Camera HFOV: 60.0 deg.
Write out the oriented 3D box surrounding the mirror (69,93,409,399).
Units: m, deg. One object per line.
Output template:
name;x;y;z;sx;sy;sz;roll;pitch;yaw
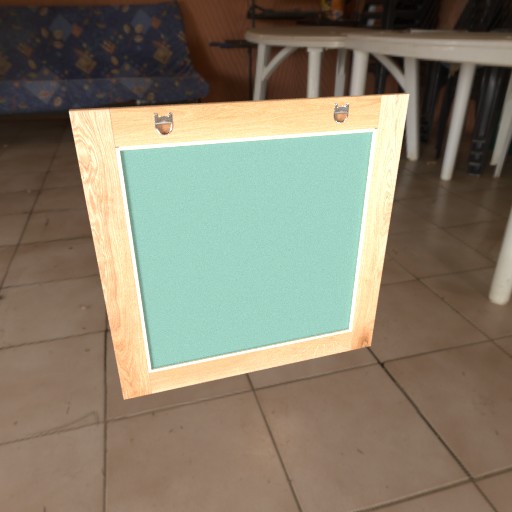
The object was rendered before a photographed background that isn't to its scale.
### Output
mirror;0.000;0.000;1.198;0.800;0.800;0.020;-8;29;-15
